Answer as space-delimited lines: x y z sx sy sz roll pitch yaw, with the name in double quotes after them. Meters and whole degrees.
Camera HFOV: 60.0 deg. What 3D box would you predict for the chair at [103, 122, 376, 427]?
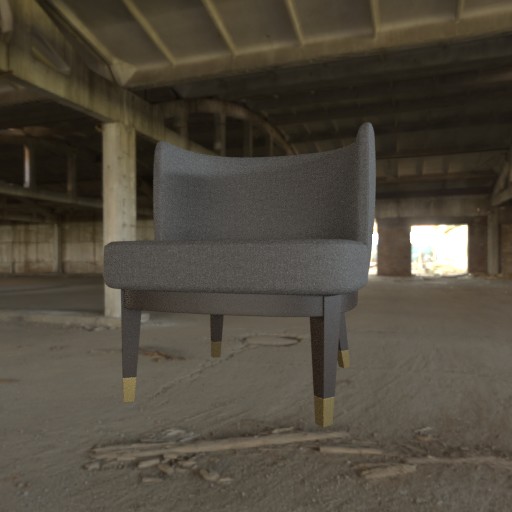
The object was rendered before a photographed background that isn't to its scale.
0.000 0.000 1.238 0.639 0.695 0.698 0 0 18 "chair"
